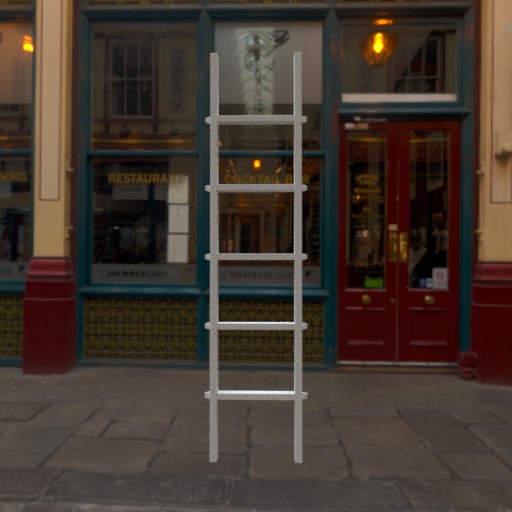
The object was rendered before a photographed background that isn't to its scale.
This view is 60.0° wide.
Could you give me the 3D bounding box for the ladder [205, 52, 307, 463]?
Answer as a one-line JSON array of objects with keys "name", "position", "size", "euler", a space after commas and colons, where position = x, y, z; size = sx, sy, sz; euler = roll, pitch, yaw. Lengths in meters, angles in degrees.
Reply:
[{"name": "ladder", "position": [0.000, 0.000, 1.967], "size": [0.452, 1.797, 0.051], "euler": [0, -1, 1]}]
